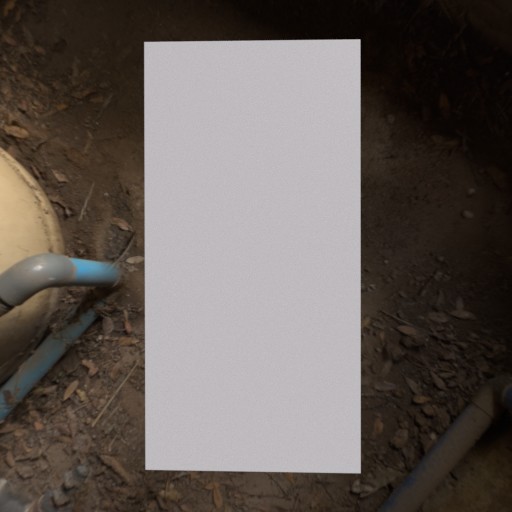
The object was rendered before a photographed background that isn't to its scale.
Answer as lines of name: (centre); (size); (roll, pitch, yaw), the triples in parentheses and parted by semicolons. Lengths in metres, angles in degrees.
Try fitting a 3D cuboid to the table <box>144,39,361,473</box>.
table: (0.000, 0.000, 1.348); (0.498, 0.660, 0.991); (0, 91, 1)
